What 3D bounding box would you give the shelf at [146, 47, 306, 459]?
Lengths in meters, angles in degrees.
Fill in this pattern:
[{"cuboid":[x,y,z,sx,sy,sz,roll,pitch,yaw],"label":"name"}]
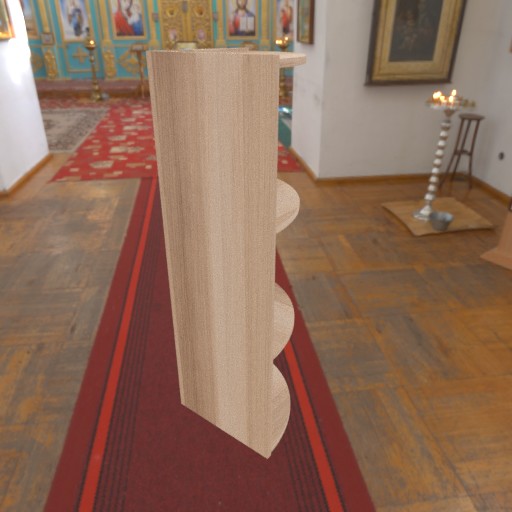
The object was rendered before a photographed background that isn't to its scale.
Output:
[{"cuboid":[0.000,0.000,1.036,0.290,0.872,0.290,19,32,33],"label":"shelf"}]
